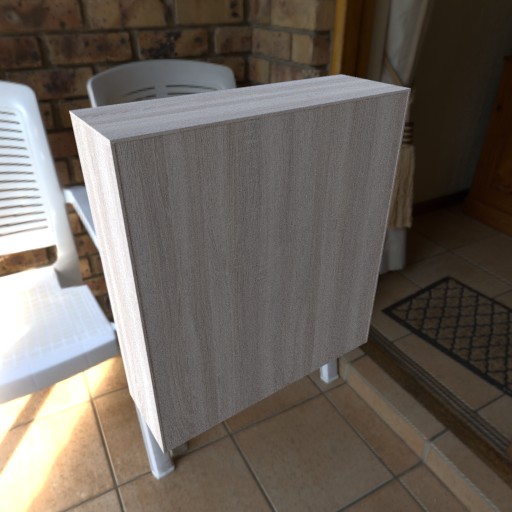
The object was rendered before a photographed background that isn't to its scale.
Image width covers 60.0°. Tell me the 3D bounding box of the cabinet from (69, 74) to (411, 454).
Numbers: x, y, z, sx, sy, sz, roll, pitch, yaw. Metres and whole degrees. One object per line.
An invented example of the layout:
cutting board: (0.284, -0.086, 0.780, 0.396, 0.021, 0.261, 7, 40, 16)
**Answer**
cabinet: (0.000, 0.000, 3.008, 1.870, 2.060, 0.620, -20, 37, -29)
